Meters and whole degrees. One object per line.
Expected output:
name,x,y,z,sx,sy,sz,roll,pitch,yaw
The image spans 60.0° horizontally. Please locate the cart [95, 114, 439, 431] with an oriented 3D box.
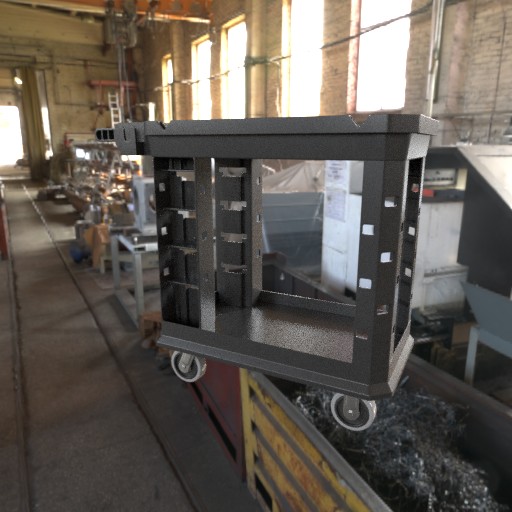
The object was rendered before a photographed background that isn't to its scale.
cart,0.000,0.000,1.533,1.061,0.884,0.497,7,16,27
